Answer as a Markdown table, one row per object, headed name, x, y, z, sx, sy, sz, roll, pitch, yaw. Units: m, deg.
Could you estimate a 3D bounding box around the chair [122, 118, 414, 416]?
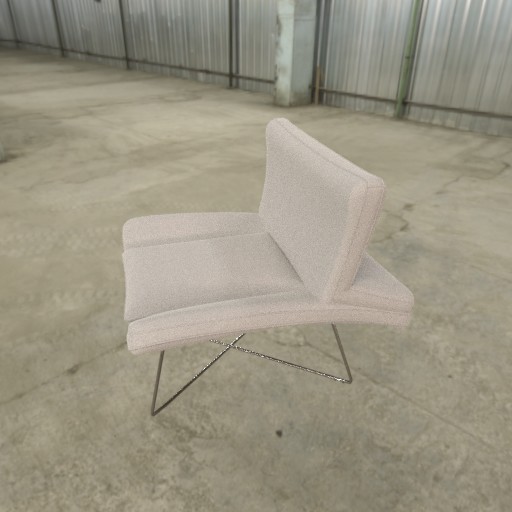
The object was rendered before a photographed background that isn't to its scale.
| name | x | y | z | sx | sy | sz | roll | pitch | yaw |
| --- | --- | --- | --- | --- | --- | --- | --- | --- | --- |
| chair | 0.000 | 0.000 | 1.717 | 1.008 | 0.855 | 0.859 | -8 | 30 | -14 |
